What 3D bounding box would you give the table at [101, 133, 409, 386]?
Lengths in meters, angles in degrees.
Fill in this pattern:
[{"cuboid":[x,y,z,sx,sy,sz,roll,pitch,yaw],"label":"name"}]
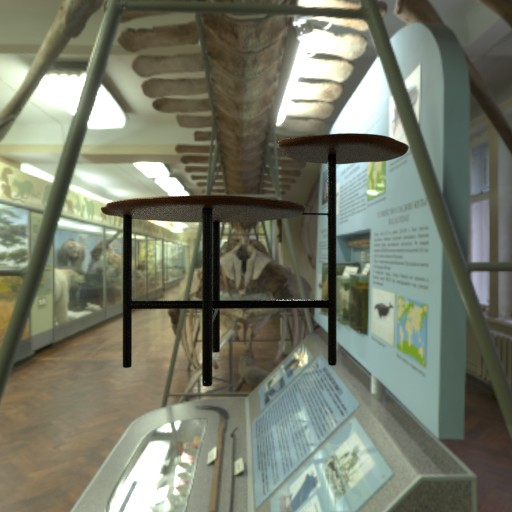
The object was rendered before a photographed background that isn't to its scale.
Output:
[{"cuboid":[0.000,0.000,1.087,0.759,0.538,0.442,0,0,-1],"label":"table"}]
